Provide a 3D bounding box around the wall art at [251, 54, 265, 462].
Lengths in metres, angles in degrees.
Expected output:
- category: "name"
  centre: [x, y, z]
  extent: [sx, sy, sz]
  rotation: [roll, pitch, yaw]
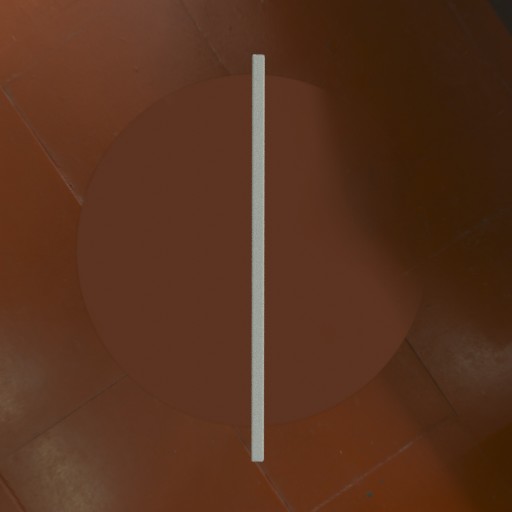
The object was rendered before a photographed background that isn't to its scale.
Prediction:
- category: "wall art"
  centre: [0.000, 0.000, 0.671]
  extent: [0.012, 0.529, 0.374]
  rotation: [0, 91, 0]
